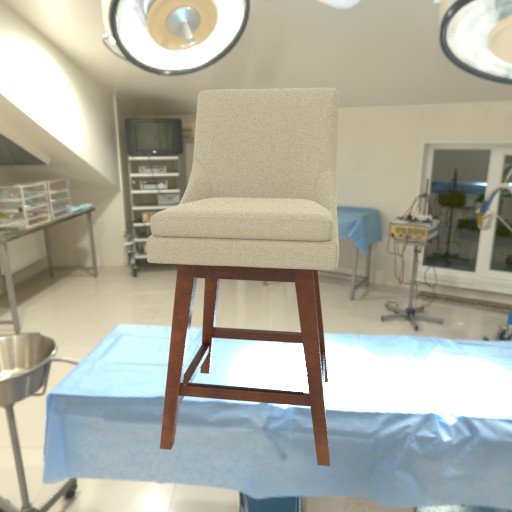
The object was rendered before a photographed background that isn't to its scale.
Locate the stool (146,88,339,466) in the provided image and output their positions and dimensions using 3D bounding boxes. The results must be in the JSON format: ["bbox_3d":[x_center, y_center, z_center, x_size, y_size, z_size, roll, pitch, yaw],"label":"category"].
[{"bbox_3d":[0.000,0.000,1.318,0.469,0.991,0.559,2,15,8],"label":"stool"}]
